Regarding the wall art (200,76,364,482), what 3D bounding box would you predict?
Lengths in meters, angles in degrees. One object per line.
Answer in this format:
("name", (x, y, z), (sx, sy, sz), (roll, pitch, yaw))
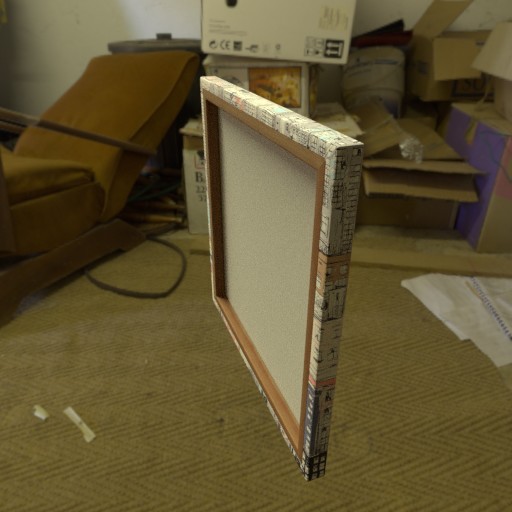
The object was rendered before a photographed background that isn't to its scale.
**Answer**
("wall art", (0.000, 0.000, 0.898), (0.038, 0.608, 0.607), (-11, 31, -18))
